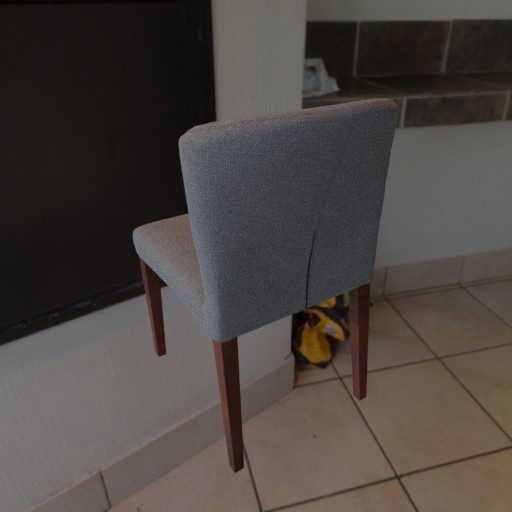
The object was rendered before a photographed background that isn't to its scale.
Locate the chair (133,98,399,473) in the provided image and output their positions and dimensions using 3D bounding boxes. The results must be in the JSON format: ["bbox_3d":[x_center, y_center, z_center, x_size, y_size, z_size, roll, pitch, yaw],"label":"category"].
[{"bbox_3d":[0.000,0.000,1.149,0.491,0.839,0.589,-18,34,-29],"label":"chair"}]
